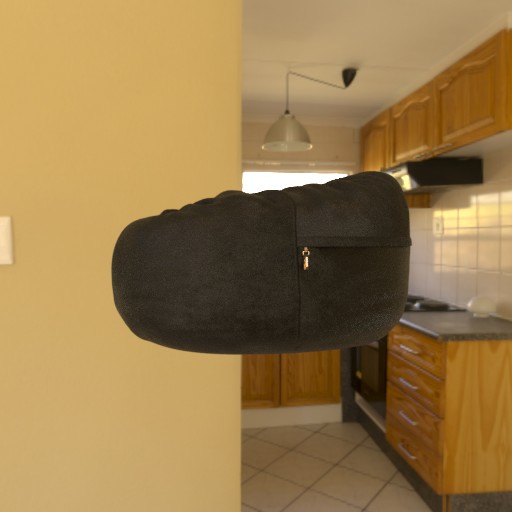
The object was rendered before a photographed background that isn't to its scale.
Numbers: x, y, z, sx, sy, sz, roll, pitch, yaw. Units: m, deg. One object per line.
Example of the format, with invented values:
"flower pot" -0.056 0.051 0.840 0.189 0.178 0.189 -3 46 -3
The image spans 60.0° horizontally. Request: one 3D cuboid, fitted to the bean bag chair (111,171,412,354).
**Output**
"bean bag chair" 0.000 0.000 2.455 1.524 0.878 1.524 -1 2 -17
